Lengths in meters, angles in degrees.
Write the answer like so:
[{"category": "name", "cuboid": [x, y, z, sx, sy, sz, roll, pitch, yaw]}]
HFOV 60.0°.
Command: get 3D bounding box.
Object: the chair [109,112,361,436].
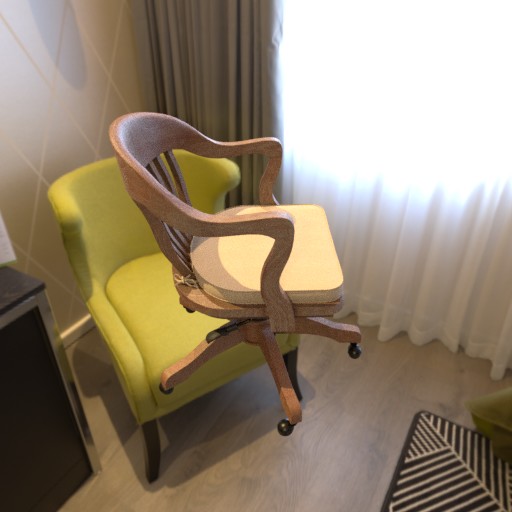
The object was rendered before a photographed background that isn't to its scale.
[{"category": "chair", "cuboid": [0.000, 0.000, 1.453, 0.788, 0.878, 0.750, 0, 33, 0]}]
